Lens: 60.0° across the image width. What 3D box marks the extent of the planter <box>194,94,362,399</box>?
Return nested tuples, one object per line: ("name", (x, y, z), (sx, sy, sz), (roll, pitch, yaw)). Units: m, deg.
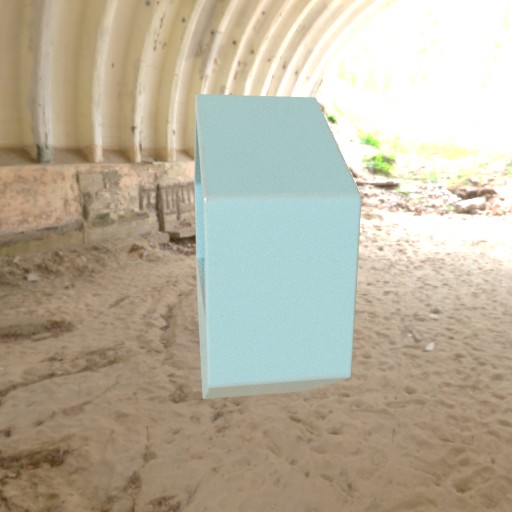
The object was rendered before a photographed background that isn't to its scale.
("planter", (0.000, 0.000, 0.301), (0.078, 0.207, 0.169), (-2, 13, -9))
